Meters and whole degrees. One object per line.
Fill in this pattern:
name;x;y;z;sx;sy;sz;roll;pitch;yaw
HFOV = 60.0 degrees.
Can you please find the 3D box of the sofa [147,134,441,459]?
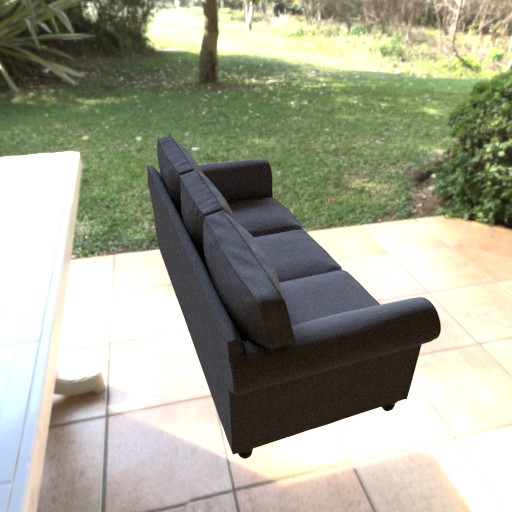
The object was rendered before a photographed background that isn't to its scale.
sofa;0.000;0.000;2.588;0.916;0.961;2.084;-11;33;-17
